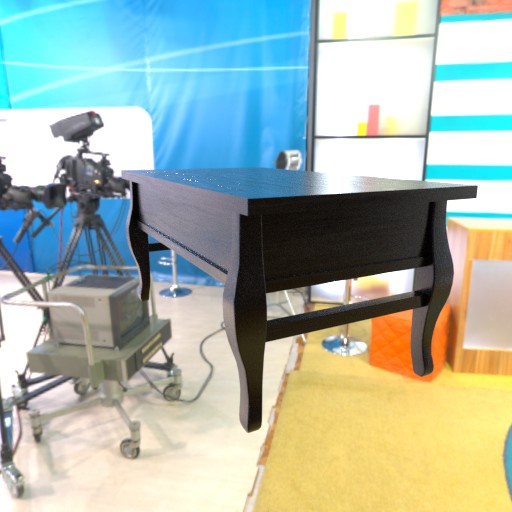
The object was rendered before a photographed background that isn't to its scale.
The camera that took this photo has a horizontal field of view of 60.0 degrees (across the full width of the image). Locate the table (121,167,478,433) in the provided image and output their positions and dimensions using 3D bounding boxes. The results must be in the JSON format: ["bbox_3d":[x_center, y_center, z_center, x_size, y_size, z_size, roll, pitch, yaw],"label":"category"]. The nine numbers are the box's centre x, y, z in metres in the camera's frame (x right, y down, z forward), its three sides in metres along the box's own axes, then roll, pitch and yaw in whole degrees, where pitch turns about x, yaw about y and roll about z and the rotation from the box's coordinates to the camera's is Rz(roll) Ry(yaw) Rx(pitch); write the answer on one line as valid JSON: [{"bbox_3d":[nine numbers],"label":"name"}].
[{"bbox_3d":[0.000,0.000,1.389,0.600,0.494,1.062,-7,15,-27],"label":"table"}]
